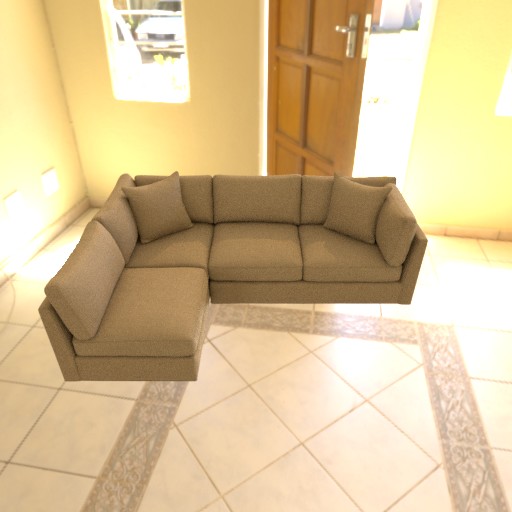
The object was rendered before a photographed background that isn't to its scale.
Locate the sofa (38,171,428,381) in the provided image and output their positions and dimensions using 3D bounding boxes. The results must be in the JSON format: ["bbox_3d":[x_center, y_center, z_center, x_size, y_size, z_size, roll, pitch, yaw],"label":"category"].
[{"bbox_3d":[0.000,0.000,3.857,2.896,0.978,1.994,0,32,0],"label":"sofa"}]
